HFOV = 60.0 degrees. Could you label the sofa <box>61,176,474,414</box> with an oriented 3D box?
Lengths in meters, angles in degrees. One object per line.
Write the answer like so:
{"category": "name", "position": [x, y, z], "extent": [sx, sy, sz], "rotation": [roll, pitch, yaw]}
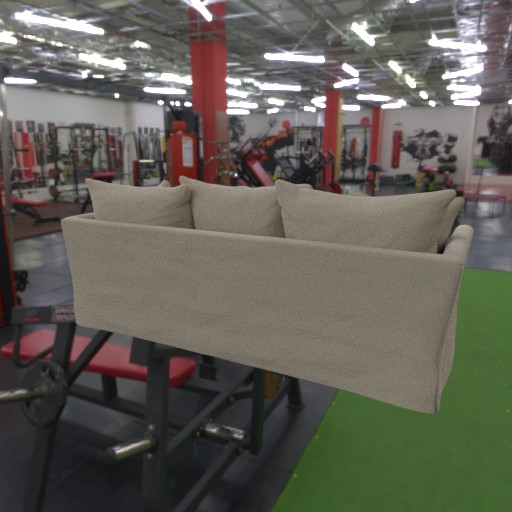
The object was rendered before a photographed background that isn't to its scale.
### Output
{"category": "sofa", "position": [0.000, 0.000, 2.903], "extent": [2.499, 1.047, 1.046], "rotation": [7, 15, 27]}
